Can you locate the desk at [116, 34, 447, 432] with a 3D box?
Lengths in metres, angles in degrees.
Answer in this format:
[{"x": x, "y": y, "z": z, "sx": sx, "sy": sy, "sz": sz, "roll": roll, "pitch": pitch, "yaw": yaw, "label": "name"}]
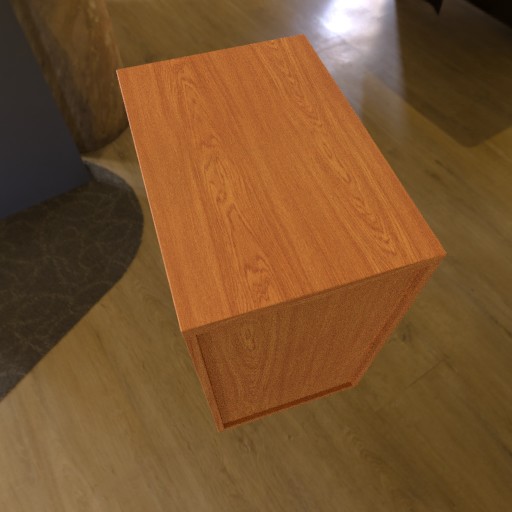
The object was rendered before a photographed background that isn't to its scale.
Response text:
[{"x": 0.000, "y": 0.000, "z": 1.087, "sx": 0.404, "sy": 0.730, "sz": 0.600, "roll": -15, "pitch": 59, "yaw": -9, "label": "desk"}]
